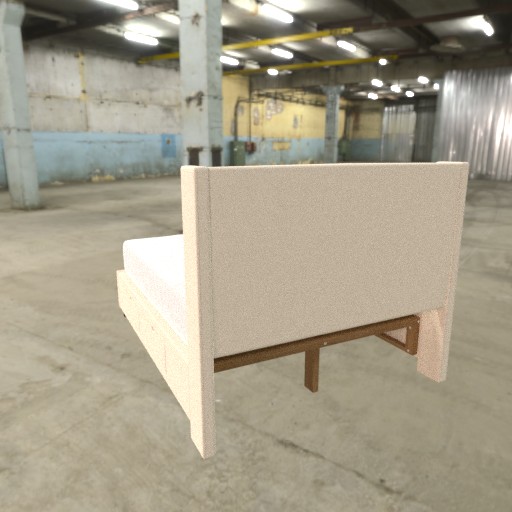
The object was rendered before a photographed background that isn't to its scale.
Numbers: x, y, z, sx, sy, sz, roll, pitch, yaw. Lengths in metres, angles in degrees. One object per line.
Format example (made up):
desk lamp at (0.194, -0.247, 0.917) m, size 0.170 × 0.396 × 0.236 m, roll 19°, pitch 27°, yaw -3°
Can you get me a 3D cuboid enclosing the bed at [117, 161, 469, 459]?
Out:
bed at (0.000, 0.000, 3.461) m, size 1.765 × 1.471 × 2.280 m, roll -7°, pitch 15°, yaw -26°
